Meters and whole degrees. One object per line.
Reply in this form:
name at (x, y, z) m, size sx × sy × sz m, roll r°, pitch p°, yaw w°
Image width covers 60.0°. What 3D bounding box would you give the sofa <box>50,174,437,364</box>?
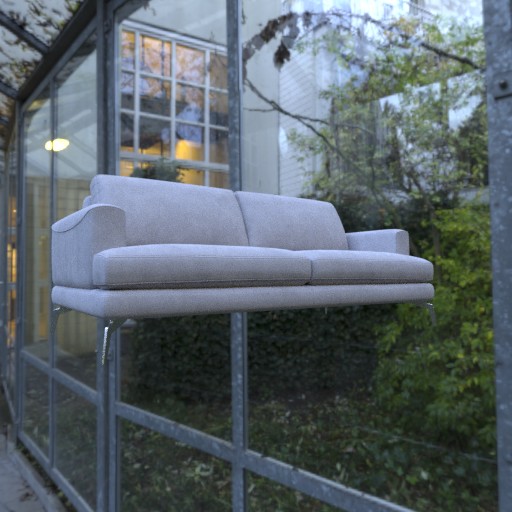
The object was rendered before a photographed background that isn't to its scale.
sofa at (0.000, 0.000, 2.527) m, size 2.013 × 0.830 × 0.980 m, roll 1°, pitch -3°, yaw -35°
